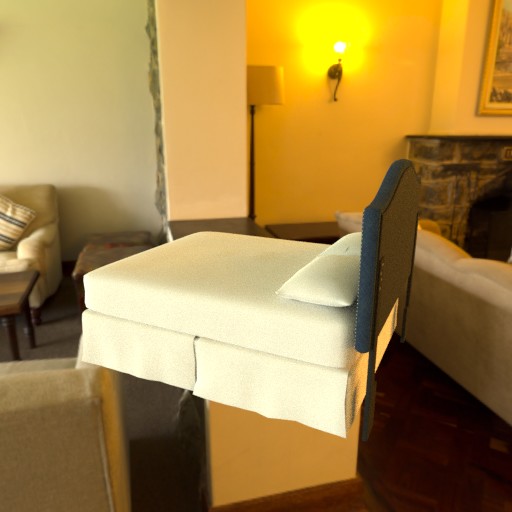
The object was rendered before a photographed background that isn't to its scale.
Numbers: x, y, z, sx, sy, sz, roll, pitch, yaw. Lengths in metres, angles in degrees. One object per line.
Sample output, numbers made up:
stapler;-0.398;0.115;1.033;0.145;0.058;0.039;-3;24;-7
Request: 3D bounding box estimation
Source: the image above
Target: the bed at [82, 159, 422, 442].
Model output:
bed;0.000;0.000;3.409;2.153;1.518;1.713;8;18;25
